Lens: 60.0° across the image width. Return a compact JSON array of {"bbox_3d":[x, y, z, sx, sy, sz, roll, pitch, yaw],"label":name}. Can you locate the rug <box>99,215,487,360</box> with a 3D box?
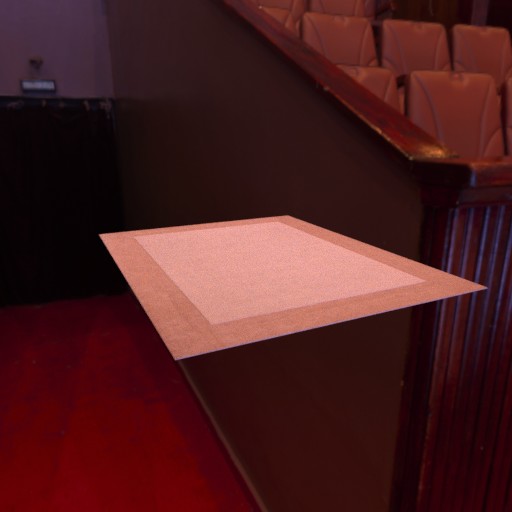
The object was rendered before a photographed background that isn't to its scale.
[{"bbox_3d":[0.000,0.000,4.176,2.438,0.014,3.048,-8,18,-25],"label":"rug"}]
